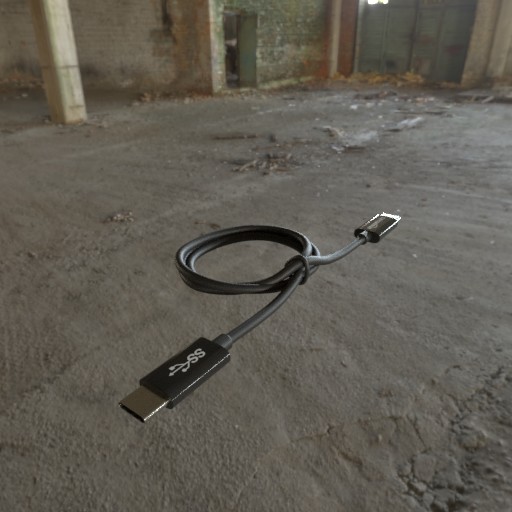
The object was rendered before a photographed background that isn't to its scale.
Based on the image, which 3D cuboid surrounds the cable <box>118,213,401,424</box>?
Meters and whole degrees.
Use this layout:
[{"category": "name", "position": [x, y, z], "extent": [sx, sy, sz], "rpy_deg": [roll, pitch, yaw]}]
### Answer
[{"category": "cable", "position": [0.000, 0.000, 0.201], "extent": [0.070, 0.014, 0.186], "rpy_deg": [18, 31, 32]}]
